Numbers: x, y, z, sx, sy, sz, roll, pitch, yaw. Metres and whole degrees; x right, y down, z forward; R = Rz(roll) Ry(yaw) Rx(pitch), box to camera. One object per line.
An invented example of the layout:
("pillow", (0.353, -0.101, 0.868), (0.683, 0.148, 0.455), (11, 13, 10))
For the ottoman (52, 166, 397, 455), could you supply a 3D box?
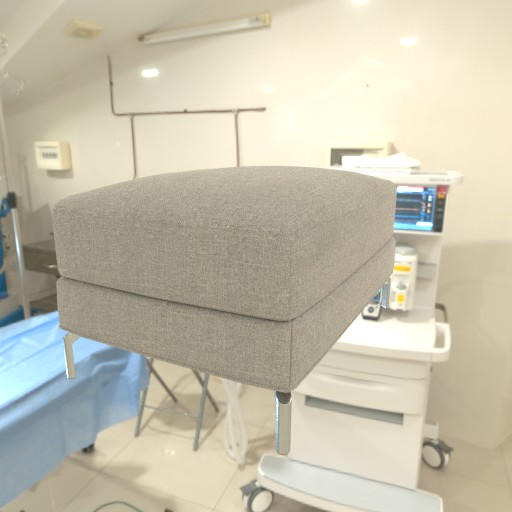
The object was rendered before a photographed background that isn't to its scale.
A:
("ottoman", (0.000, 0.000, 1.175), (0.584, 0.457, 0.838), (8, 16, 27))
